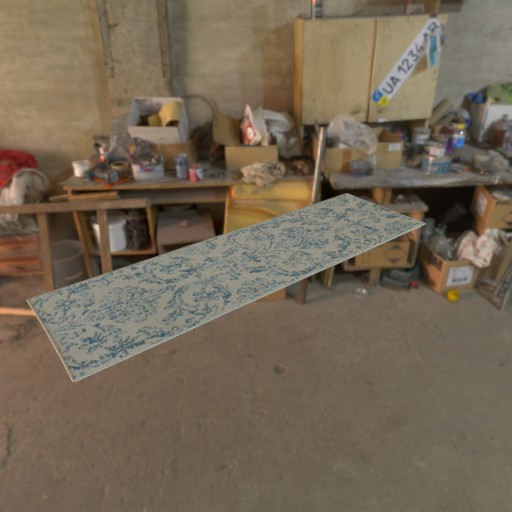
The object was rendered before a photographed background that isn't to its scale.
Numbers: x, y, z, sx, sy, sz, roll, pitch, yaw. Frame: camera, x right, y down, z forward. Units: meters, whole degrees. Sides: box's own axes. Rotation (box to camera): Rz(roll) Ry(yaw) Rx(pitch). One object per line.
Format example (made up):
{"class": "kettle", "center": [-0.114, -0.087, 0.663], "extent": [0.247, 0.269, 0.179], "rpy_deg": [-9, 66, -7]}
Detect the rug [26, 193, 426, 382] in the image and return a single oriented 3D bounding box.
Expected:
{"class": "rug", "center": [0.000, 0.000, 2.423], "extent": [2.196, 0.011, 0.662], "rpy_deg": [-21, 35, -32]}
